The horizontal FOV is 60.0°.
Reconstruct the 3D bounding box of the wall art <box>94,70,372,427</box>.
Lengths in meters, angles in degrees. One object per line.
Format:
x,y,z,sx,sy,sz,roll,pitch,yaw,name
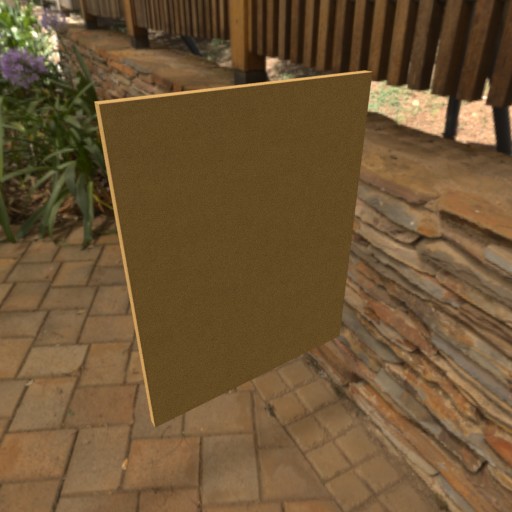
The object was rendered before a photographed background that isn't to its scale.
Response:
0.000,0.000,1.368,0.798,1.002,0.030,-19,35,-29,wall art
